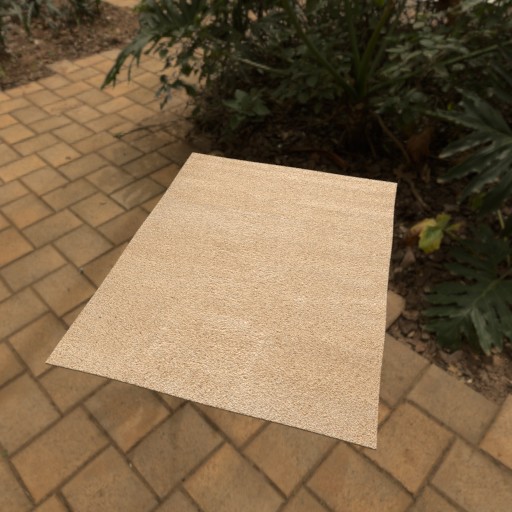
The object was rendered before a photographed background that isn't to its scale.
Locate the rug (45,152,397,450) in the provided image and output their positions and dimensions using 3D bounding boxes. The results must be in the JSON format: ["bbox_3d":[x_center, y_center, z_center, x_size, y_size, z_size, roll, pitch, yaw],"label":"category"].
[{"bbox_3d":[0.000,0.000,4.073,2.400,0.025,3.000,11,46,11],"label":"rug"}]
